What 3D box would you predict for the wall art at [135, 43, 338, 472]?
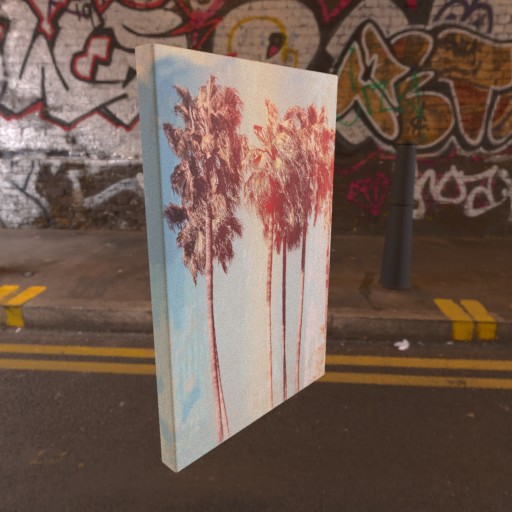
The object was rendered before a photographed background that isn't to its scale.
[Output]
[{"bbox_3d":[0.000,0.000,0.756,0.038,0.610,0.401,14,20,41],"label":"wall art"}]
